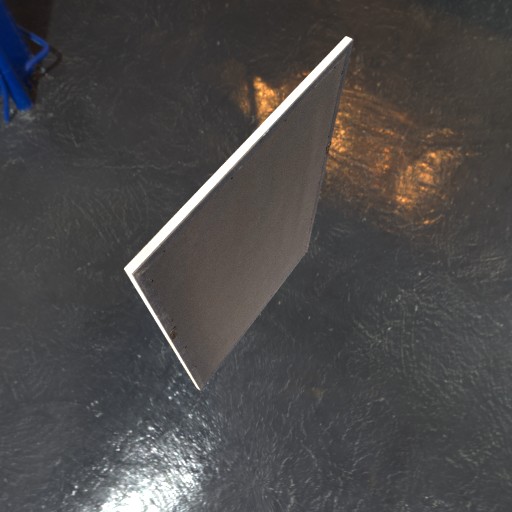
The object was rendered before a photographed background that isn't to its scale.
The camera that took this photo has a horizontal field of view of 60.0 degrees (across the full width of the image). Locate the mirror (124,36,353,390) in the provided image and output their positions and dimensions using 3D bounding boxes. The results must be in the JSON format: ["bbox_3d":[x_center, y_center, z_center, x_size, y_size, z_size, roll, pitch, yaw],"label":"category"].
[{"bbox_3d":[0.000,0.000,1.289,0.025,0.996,0.705,33,67,16],"label":"mirror"}]
